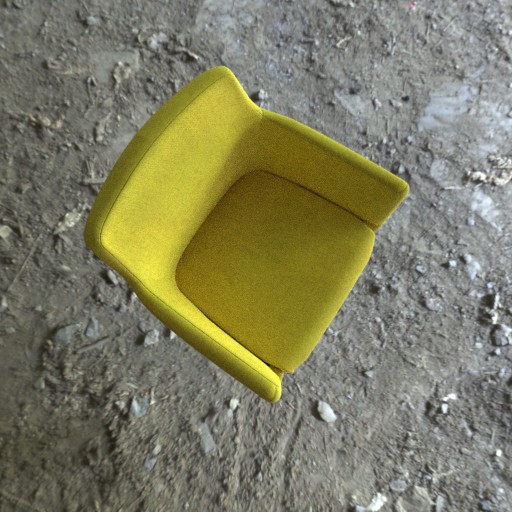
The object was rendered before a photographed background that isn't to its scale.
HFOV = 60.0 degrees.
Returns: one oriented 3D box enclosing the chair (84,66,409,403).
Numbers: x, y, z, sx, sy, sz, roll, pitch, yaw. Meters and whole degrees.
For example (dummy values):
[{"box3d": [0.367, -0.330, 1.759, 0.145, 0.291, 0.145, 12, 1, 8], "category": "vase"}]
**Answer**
[{"box3d": [0.000, 0.000, 1.204, 0.570, 0.780, 0.570, 33, 79, 7], "category": "chair"}]
